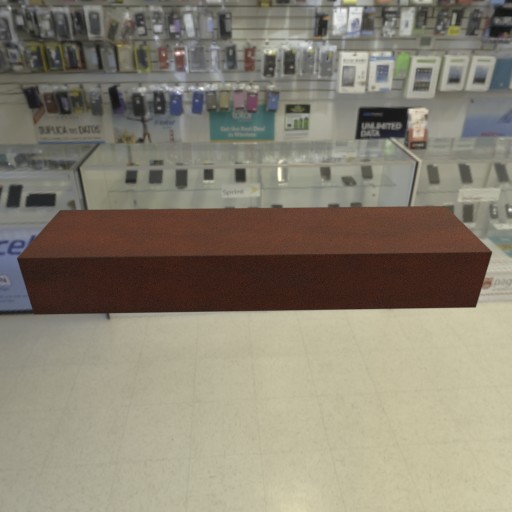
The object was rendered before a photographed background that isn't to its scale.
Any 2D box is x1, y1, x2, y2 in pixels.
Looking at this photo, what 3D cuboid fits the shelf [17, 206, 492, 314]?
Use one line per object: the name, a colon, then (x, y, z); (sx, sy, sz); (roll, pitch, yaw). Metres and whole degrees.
shelf: (0.000, 0.000, 0.653); (0.607, 0.088, 0.152); (-1, 29, -1)
